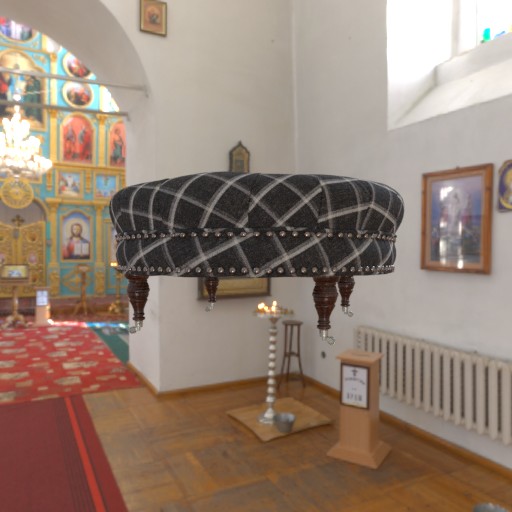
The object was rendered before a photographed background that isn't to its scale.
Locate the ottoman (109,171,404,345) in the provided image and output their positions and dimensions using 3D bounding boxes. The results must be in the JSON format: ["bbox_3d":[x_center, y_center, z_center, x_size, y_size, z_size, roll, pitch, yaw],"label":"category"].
[{"bbox_3d":[0.000,0.000,1.418,0.901,0.439,0.901,0,0,0],"label":"ottoman"}]
